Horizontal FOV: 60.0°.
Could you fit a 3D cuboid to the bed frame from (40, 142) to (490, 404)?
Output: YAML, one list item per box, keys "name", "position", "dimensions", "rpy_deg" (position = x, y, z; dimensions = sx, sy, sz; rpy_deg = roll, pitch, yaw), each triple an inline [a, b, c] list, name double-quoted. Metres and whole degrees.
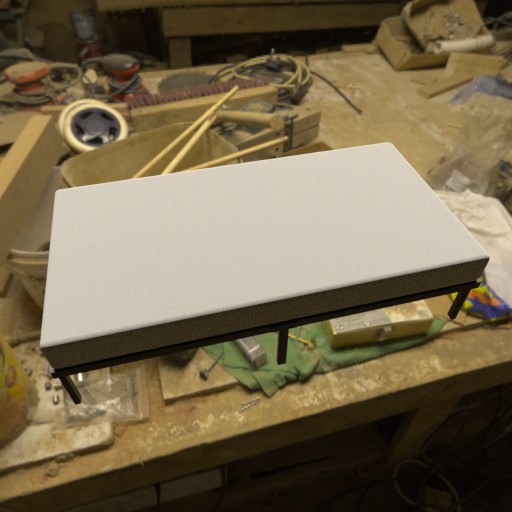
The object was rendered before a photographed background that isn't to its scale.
- name: "bed frame"
  position: [0.000, 0.000, 3.148]
  dimensions: [2.635, 0.680, 1.393]
  rpy_deg: [-10, 47, -10]
